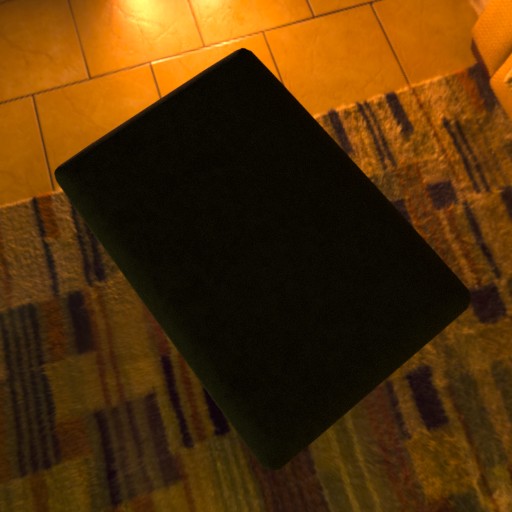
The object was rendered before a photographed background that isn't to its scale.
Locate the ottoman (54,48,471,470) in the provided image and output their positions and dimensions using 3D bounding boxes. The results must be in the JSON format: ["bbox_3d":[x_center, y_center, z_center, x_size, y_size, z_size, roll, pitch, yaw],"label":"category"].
[{"bbox_3d":[0.000,0.000,1.184,0.587,0.498,0.835,-37,78,-9],"label":"ottoman"}]
